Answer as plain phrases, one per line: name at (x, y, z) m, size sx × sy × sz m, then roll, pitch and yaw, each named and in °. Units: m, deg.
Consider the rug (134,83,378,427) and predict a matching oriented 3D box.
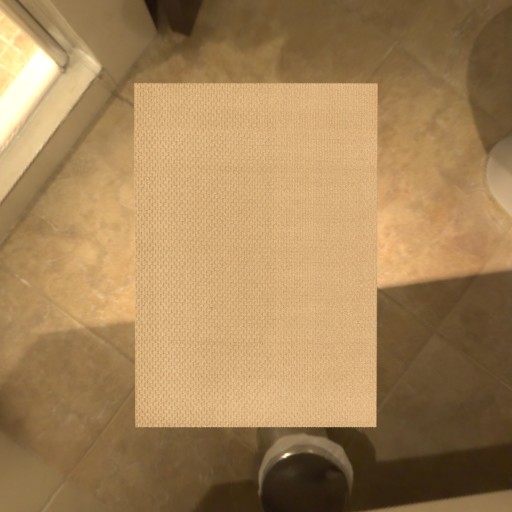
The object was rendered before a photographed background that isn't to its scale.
rug at (0.000, 0.000, 2.764) m, size 1.509 × 0.013 × 2.144 m, roll 0°, pitch 91°, yaw 0°
